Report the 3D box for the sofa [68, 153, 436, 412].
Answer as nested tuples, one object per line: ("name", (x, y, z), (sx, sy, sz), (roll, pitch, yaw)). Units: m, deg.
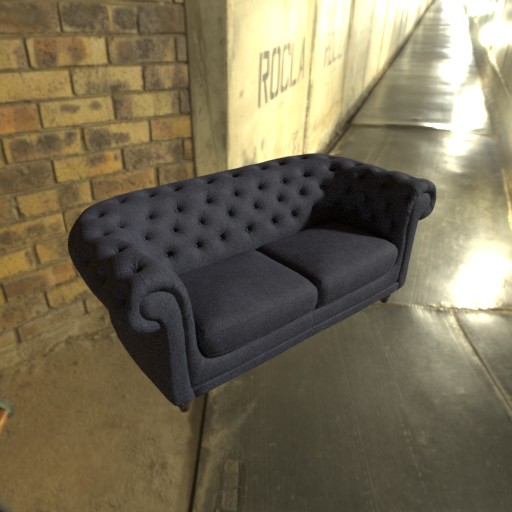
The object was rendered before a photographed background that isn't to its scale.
("sofa", (0.000, 0.000, 2.609), (1.988, 0.833, 1.082), (-20, 35, -32))
